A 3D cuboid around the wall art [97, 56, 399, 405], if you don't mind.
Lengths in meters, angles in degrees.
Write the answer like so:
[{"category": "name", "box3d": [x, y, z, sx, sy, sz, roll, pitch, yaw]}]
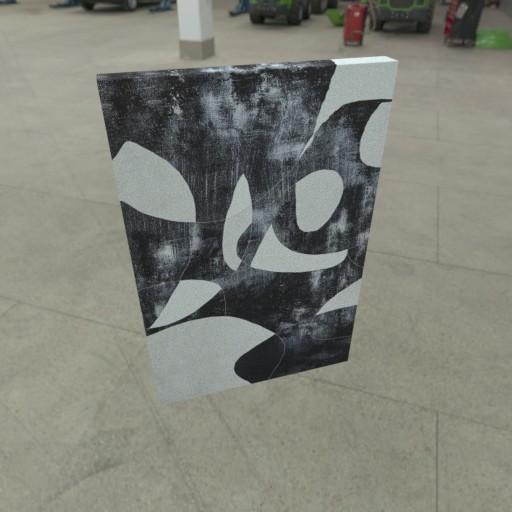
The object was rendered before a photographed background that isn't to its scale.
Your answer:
[{"category": "wall art", "box3d": [0.000, 0.000, 0.762, 0.407, 0.610, 0.039, -10, 36, -14]}]
